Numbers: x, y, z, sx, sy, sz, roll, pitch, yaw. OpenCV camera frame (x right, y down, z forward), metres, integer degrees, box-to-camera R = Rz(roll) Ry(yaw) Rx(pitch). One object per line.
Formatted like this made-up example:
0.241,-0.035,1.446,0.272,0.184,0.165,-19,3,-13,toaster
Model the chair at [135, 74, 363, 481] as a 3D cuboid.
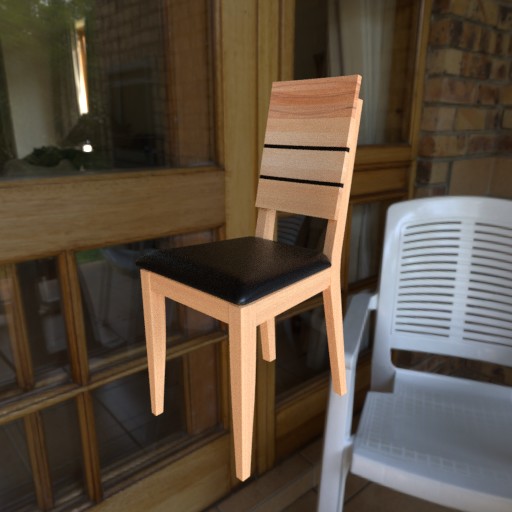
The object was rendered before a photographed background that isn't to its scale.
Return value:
0.000,0.000,1.218,0.410,0.940,0.520,15,22,42,chair
